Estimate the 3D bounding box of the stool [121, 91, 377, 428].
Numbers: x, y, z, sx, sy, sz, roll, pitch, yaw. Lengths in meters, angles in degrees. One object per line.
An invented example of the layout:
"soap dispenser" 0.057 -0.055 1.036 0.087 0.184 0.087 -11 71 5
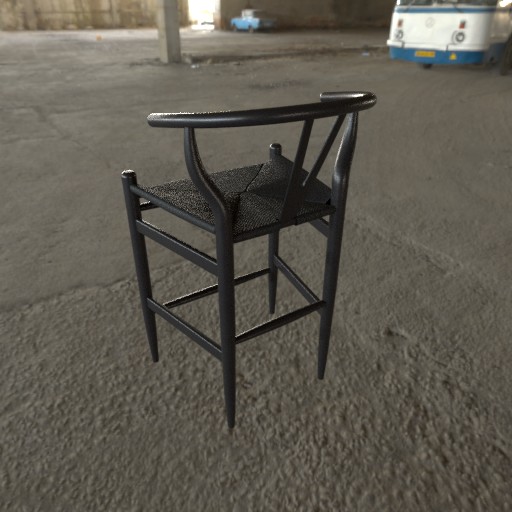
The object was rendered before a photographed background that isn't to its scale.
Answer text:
"stool" 0.000 0.000 1.325 0.569 0.970 0.579 -18 34 -29
